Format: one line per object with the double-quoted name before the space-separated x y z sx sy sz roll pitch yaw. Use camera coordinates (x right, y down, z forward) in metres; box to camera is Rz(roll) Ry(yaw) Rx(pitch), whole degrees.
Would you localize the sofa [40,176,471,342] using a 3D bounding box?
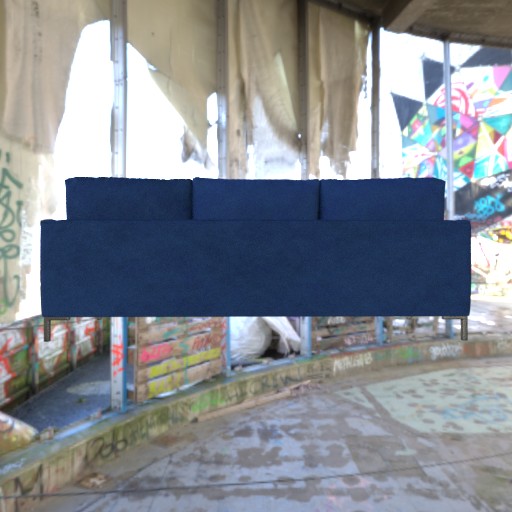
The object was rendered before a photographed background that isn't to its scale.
"sofa" 0.000 0.000 2.703 2.252 0.879 0.875 0 0 -1
